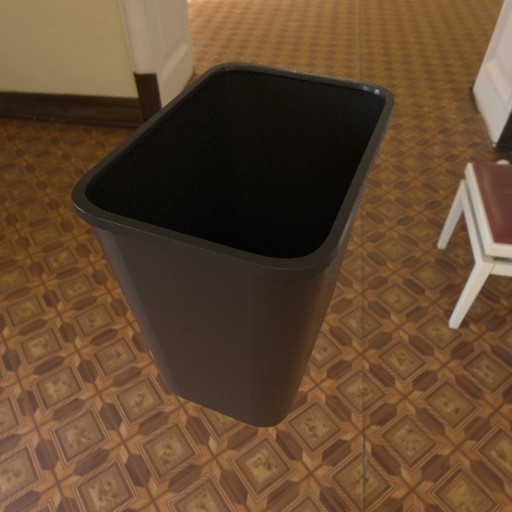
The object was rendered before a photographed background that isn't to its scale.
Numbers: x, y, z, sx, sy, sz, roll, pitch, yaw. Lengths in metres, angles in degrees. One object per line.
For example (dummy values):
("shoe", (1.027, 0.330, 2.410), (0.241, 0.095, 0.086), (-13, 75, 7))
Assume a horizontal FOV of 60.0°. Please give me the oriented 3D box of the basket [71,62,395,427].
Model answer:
("basket", (0.000, 0.000, 0.506), (0.211, 0.307, 0.300), (16, 47, 15))
